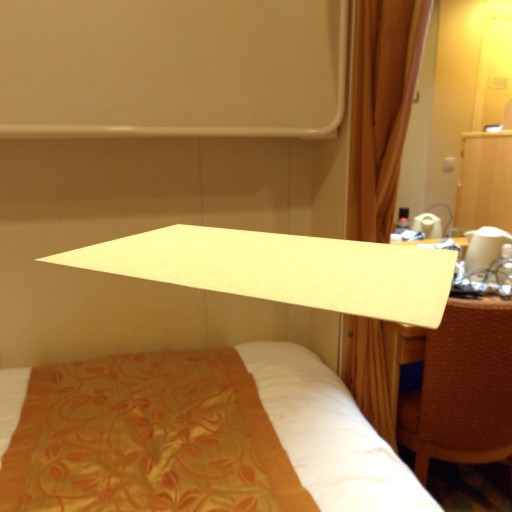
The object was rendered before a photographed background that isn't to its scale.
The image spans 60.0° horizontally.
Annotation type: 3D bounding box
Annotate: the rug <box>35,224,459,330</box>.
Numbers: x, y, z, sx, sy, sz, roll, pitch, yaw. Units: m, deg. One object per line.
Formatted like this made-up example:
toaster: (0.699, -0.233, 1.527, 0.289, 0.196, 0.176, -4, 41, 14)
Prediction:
rug: (0.000, 0.000, 2.984, 2.441, 0.014, 1.531, 7, 15, 26)
